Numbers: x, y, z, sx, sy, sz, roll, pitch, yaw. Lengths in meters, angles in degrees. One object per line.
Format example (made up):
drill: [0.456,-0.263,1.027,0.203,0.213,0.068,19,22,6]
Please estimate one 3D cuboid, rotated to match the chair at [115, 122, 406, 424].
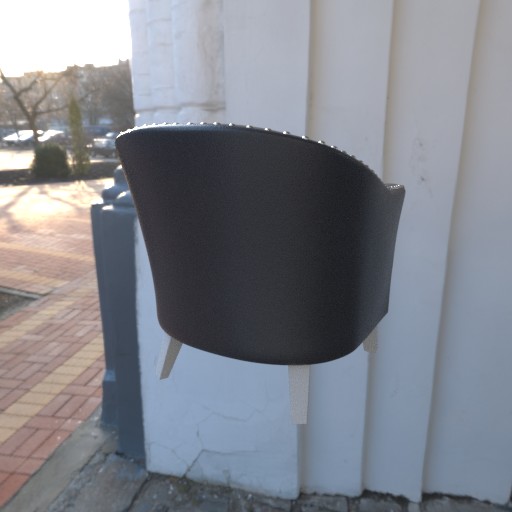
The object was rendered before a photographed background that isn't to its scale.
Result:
chair: [0.000,0.000,1.454,0.794,0.823,0.748,8,17,28]
